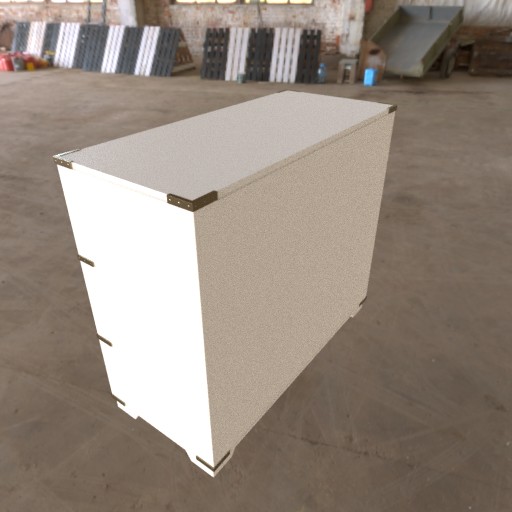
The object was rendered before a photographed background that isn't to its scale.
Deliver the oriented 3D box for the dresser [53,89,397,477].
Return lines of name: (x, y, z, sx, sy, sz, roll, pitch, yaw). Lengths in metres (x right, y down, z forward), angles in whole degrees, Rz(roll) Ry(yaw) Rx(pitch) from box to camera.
dresser: (0.000, 0.000, 1.528, 0.460, 0.891, 1.022, 21, 37, 31)
